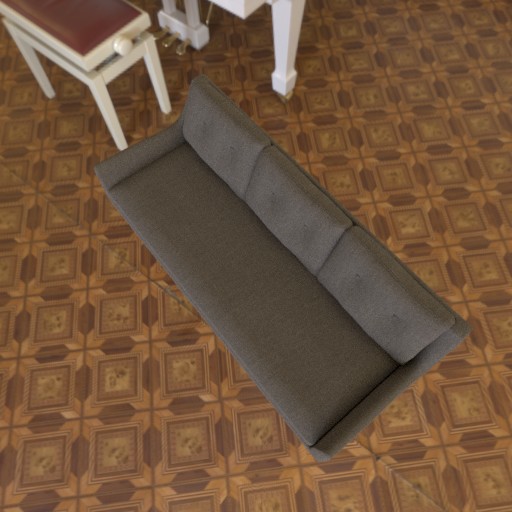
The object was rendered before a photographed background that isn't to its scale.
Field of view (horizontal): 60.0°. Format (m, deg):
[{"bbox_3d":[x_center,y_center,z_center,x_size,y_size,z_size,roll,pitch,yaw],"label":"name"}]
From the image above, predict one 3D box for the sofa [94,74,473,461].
[{"bbox_3d":[0.000,0.000,2.489,0.849,0.837,2.060,-36,69,-16],"label":"sofa"}]
